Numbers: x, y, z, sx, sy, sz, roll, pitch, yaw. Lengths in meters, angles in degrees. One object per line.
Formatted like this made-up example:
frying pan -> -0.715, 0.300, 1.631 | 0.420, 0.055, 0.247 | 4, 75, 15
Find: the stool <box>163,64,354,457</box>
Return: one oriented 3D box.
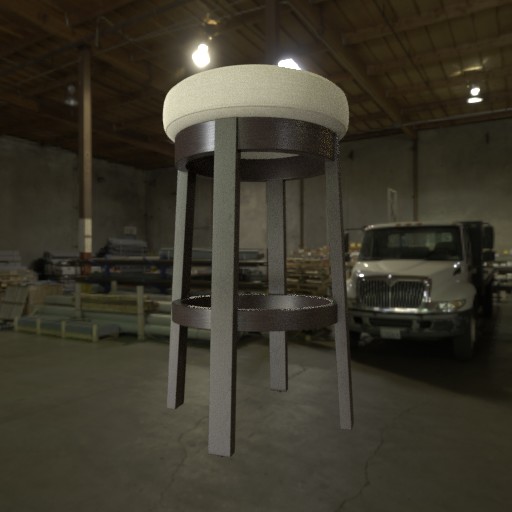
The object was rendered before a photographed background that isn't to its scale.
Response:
stool -> 0.000, 0.000, 1.041 | 0.446, 0.758, 0.446 | 0, 0, 0
